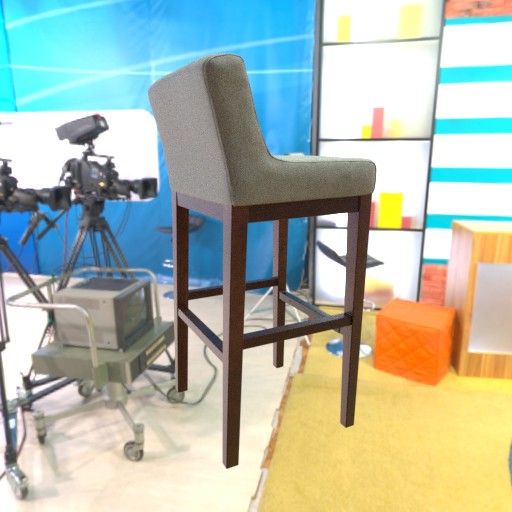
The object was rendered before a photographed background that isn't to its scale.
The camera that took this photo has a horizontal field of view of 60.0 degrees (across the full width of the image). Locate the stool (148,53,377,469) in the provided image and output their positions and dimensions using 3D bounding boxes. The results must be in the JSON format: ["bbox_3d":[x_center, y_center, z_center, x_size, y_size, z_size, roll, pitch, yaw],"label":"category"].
[{"bbox_3d":[0.000,0.000,1.348,0.500,1.037,0.511,-7,15,-26],"label":"stool"}]
